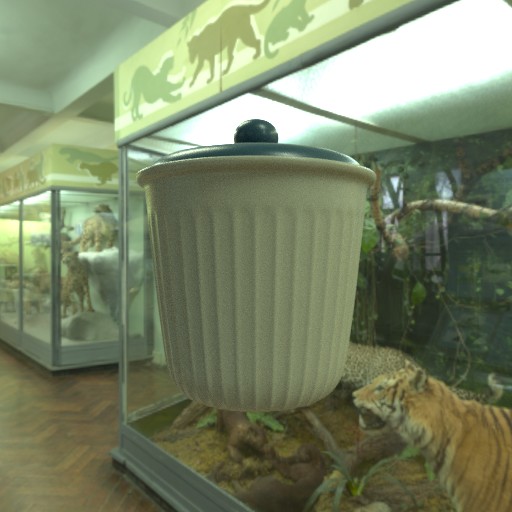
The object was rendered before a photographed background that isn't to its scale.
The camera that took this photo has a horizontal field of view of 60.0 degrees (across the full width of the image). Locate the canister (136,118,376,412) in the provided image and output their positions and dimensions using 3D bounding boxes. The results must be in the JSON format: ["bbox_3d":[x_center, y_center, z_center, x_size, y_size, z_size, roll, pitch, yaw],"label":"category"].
[{"bbox_3d":[0.000,0.000,0.346,0.181,0.211,0.181,0,1,0],"label":"canister"}]
